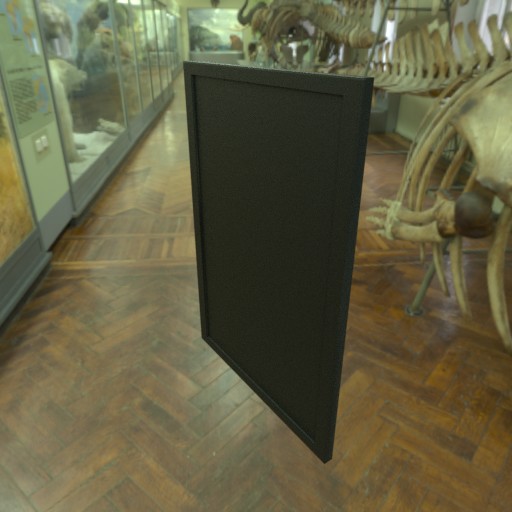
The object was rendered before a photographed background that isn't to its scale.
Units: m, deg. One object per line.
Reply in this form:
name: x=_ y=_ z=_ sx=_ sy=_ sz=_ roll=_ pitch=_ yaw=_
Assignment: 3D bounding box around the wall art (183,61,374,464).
wall art: x=0.000 y=0.000 z=0.550 sx=0.013 sy=0.431 sz=0.303 roll=-17 pitch=31 yaw=-31
